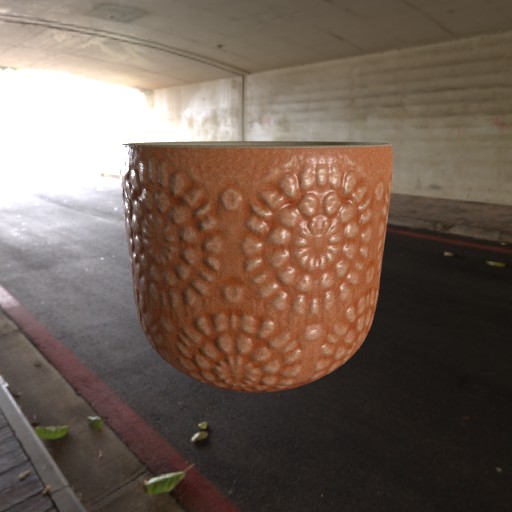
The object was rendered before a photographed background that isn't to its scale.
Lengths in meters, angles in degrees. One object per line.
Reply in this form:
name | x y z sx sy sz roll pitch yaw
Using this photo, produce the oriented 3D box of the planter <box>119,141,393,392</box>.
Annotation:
planter | 0.000 0.000 0.221 0.124 0.109 0.124 0 15 0
